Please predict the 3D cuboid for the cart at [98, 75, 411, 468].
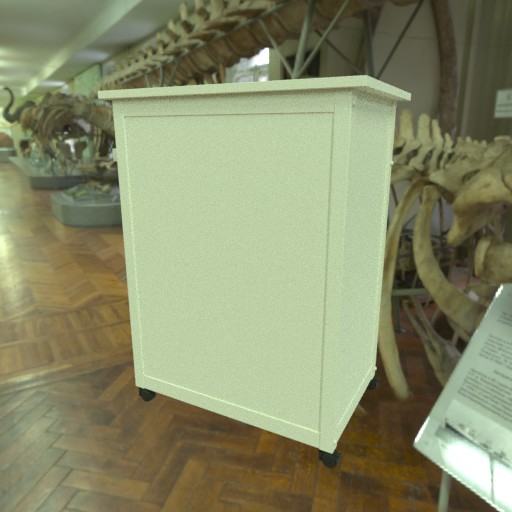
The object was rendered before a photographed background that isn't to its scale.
[{"bbox_3d":[0.000,0.000,1.244,0.683,0.864,0.442,8,18,27],"label":"cart"}]
